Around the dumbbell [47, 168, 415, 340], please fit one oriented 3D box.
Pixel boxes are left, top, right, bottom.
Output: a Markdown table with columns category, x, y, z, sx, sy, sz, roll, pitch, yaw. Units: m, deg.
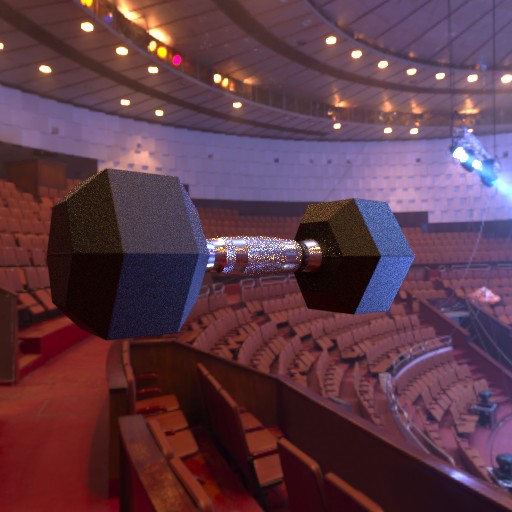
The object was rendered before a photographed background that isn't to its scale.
| category | x | y | z | sx | sy | sz | roll | pitch | yaw |
| --- | --- | --- | --- | --- | --- | --- | --- | --- | --- |
| dumbbell | 0.000 | 0.000 | 0.326 | 0.272 | 0.092 | 0.106 | 0 | -1 | -36 |
